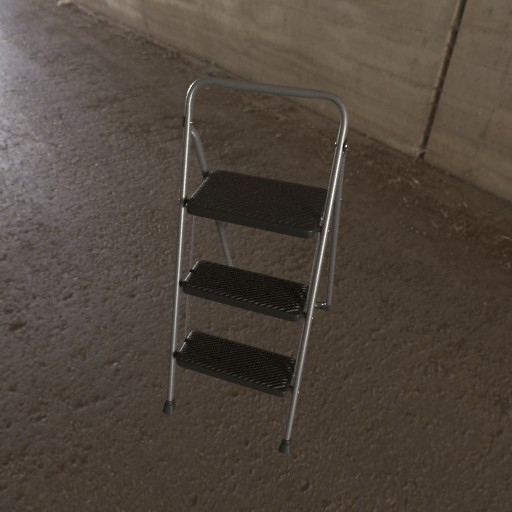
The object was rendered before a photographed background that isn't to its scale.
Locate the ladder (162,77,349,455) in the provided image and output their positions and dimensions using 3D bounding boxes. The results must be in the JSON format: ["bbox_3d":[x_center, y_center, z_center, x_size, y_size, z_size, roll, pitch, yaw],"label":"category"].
[{"bbox_3d":[0.000,0.000,1.294,0.430,0.945,0.629,13,42,15],"label":"ladder"}]
